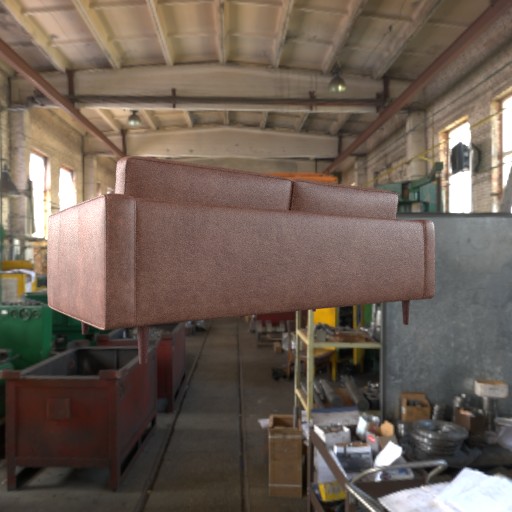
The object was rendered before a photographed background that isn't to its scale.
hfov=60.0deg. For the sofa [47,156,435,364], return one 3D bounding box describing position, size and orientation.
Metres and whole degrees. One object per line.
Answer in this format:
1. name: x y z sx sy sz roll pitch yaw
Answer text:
1. sofa: 0.000 0.000 2.314 1.870 0.760 0.910 0 0 -36
